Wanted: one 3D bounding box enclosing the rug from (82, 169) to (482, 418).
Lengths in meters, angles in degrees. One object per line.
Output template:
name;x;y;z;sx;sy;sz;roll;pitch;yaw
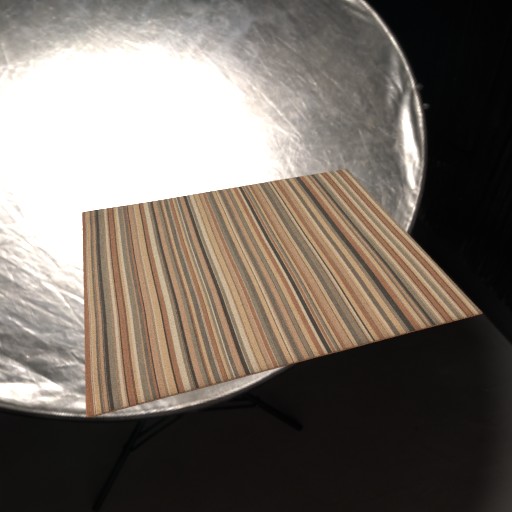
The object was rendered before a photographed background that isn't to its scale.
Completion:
rug;0.000;0.000;4.076;3.045;0.011;2.436;-11;42;-13
